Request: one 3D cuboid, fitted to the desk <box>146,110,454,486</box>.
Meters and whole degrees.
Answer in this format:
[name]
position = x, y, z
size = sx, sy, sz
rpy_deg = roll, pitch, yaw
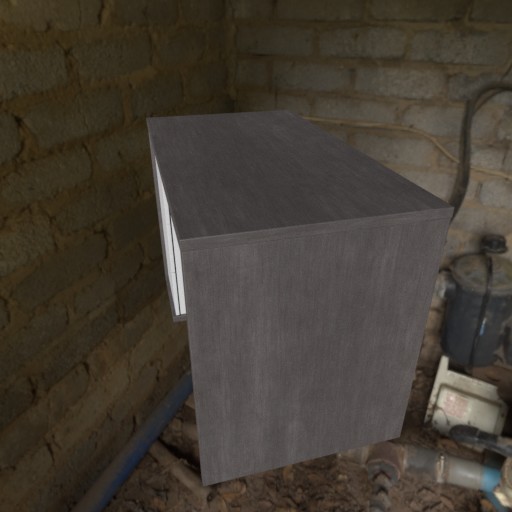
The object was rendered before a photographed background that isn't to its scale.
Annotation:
[desk]
position = 0.000, 0.000, 1.545
size = 0.600, 0.750, 1.100
rpy_deg = -8, 30, -13
